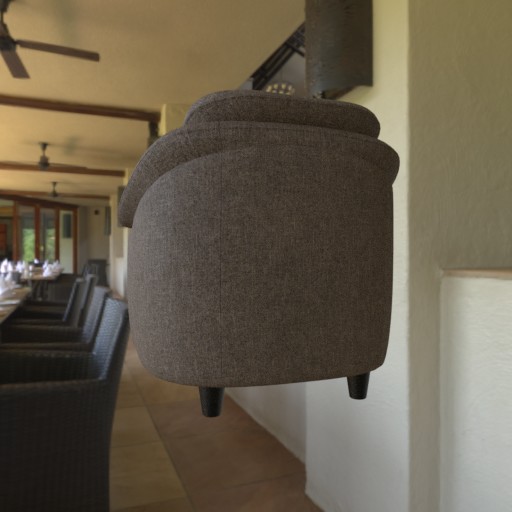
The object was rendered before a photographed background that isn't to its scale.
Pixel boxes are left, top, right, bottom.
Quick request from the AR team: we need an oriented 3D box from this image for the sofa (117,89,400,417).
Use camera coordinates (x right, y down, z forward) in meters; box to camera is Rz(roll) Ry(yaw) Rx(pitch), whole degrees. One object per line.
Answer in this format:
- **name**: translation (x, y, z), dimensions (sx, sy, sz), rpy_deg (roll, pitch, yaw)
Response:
- **sofa**: translation (0.000, 0.000, 1.465), dimensions (0.870, 0.811, 0.794), rpy_deg (0, 0, -19)
